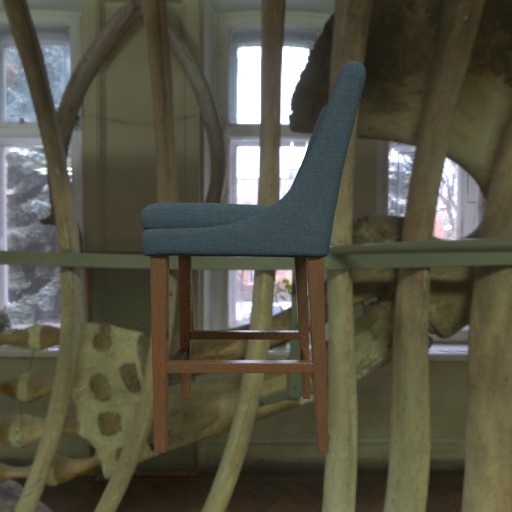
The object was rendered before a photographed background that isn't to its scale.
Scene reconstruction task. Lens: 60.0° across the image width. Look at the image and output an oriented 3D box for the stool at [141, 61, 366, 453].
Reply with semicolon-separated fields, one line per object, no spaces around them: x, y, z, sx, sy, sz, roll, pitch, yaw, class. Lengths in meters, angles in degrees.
0.000;0.000;1.310;0.577;0.981;0.470;0;2;0;stool
